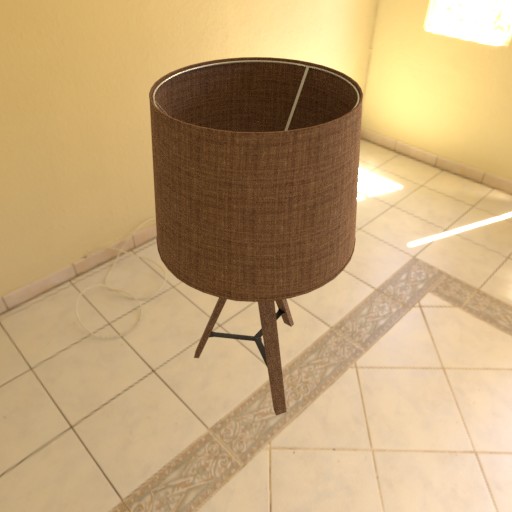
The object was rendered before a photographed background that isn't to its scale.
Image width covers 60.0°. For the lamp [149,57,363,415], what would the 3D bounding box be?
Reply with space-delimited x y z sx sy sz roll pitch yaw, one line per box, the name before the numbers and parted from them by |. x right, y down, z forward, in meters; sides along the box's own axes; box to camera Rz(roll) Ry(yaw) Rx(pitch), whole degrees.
lamp | 0.000 0.000 0.686 0.290 0.514 0.290 0 40 0
